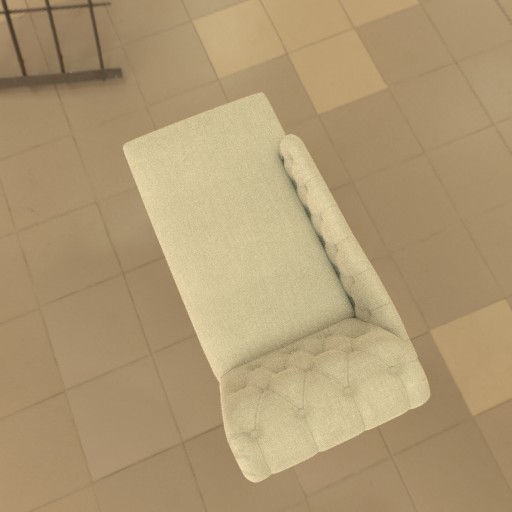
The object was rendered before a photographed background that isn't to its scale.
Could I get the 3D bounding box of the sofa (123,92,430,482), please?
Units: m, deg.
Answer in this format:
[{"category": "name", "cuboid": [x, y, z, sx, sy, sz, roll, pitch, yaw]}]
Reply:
[{"category": "sofa", "cuboid": [0.000, 0.000, 1.753, 0.675, 0.787, 1.379, -23, 77, -6]}]
